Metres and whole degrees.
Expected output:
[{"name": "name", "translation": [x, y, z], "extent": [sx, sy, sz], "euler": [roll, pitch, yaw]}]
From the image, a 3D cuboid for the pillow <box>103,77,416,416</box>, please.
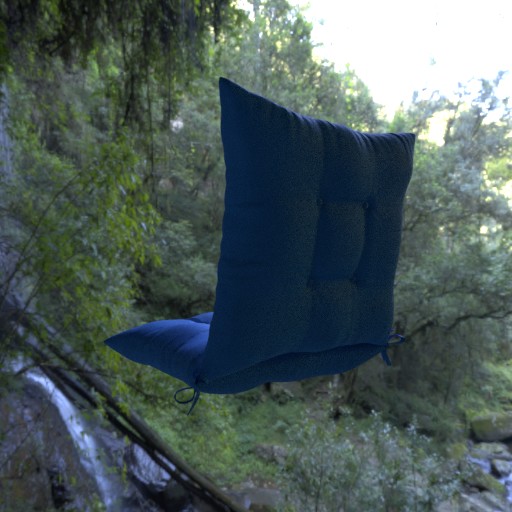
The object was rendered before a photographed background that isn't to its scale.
[{"name": "pillow", "translation": [0.000, 0.000, 1.007], "extent": [0.541, 0.536, 0.585], "euler": [0, 0, -37]}]
